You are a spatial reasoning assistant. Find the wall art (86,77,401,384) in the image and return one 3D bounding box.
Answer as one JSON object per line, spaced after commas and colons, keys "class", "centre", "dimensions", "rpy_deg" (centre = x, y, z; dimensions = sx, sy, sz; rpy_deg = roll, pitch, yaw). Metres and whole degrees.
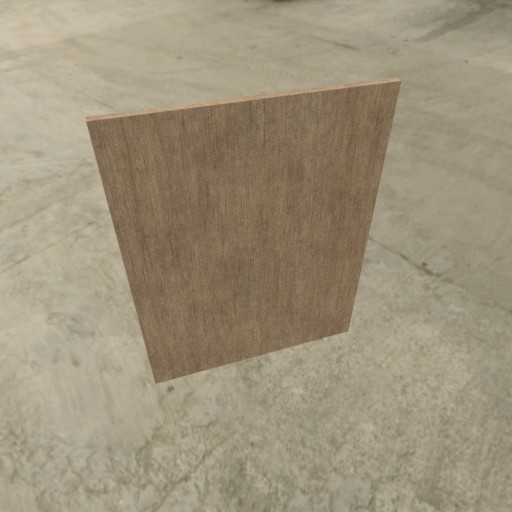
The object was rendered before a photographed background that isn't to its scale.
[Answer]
{"class": "wall art", "centre": [0.000, 0.000, 0.948], "dimensions": [0.534, 0.686, 0.018], "rpy_deg": [-12, 43, -14]}
